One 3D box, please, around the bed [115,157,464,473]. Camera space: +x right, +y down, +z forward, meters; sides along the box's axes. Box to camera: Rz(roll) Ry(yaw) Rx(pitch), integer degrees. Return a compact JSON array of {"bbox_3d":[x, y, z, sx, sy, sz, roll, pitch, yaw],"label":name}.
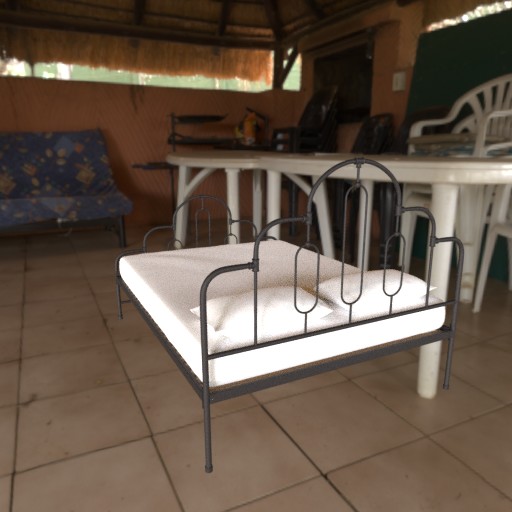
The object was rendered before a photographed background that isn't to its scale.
[{"bbox_3d":[0.000,0.000,3.181,1.640,1.429,2.163,-7,16,-26],"label":"bed"}]
